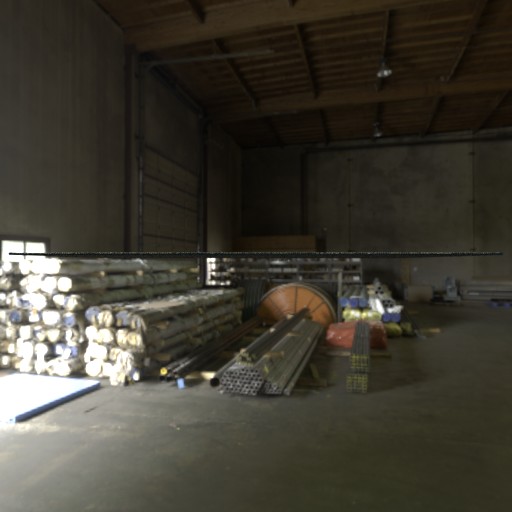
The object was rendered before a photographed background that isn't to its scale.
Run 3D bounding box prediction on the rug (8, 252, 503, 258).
[{"bbox_3d":[0.000,0.000,2.928,2.449,0.015,1.530,0,-1,0],"label":"rug"}]
